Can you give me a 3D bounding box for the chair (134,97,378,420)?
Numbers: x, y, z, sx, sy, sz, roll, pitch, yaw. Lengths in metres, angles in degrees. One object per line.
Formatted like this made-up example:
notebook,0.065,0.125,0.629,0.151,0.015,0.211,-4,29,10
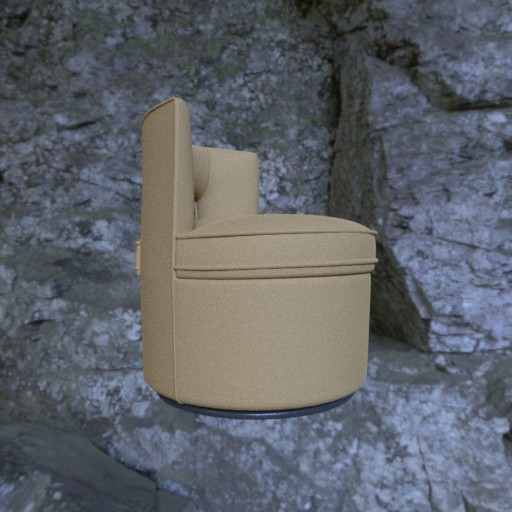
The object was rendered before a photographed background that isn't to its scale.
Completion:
chair,0.000,0.000,1.248,0.665,0.723,0.650,0,0,17
